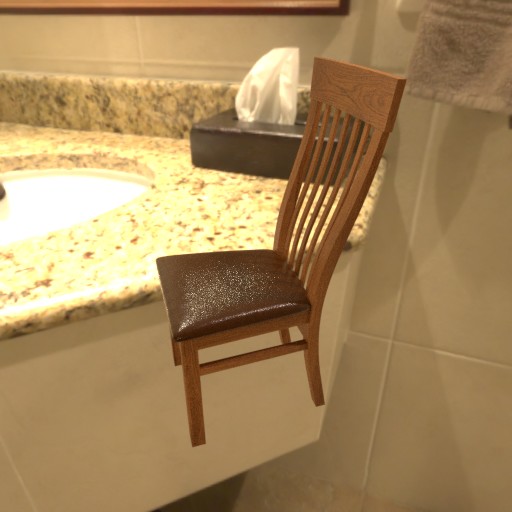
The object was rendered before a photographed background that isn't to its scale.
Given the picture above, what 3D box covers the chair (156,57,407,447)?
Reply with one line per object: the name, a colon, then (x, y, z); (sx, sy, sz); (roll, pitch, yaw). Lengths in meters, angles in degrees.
chair: (0.000, 0.000, 1.347); (0.580, 1.050, 0.450); (-9, 31, -15)
